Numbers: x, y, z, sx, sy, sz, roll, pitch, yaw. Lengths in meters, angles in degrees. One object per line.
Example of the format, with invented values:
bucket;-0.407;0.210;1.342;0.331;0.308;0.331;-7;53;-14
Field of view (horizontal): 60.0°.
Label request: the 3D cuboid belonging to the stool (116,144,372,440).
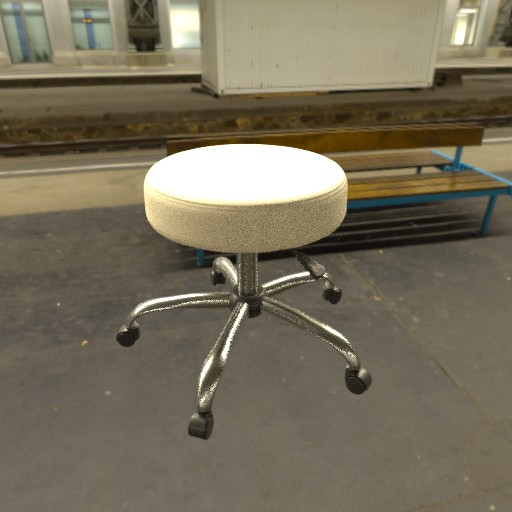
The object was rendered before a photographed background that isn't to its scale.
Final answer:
stool;0.000;0.000;1.056;0.614;0.482;0.634;-19;33;-32
